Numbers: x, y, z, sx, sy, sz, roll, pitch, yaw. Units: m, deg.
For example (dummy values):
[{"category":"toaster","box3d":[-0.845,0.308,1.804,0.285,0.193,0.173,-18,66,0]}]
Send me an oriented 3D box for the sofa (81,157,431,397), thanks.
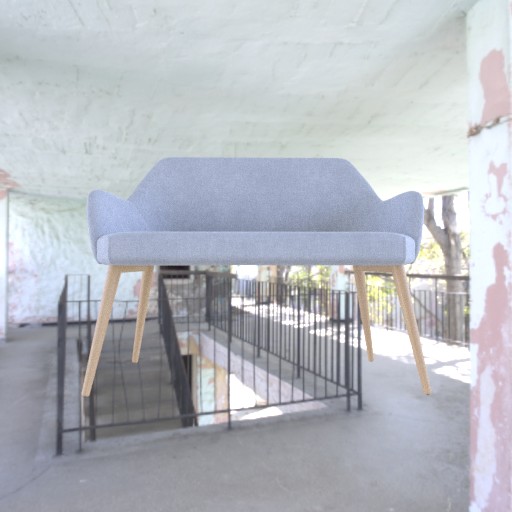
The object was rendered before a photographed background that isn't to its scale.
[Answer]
[{"category":"sofa","box3d":[0.000,0.000,1.596,1.150,0.840,0.610,0,-1,-1]}]
